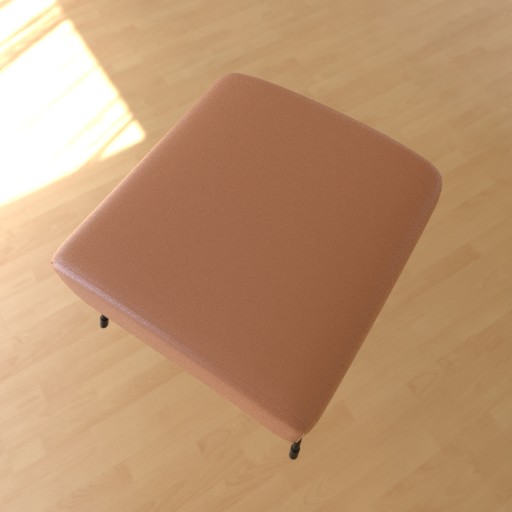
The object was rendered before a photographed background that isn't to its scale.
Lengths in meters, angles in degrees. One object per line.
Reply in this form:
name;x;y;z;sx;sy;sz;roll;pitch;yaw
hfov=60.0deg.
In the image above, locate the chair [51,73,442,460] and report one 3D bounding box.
chair;0.000;0.000;0.882;0.530;0.410;0.530;30;67;14
